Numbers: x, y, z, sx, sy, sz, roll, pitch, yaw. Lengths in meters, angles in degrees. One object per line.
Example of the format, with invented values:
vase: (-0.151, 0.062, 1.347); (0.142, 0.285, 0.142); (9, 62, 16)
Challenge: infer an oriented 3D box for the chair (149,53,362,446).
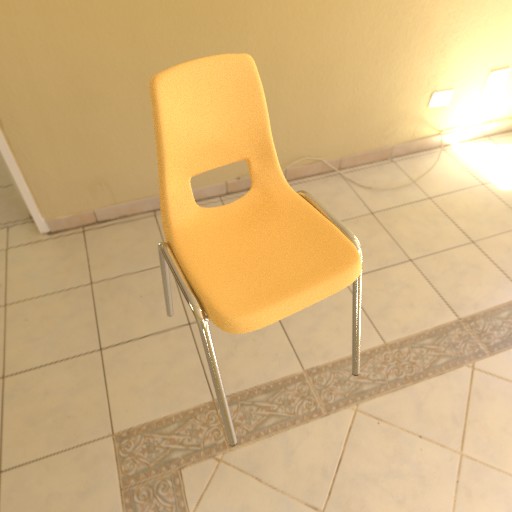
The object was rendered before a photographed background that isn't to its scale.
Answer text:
chair: (0.000, 0.000, 0.965); (0.381, 0.704, 0.436); (-23, 51, -20)
